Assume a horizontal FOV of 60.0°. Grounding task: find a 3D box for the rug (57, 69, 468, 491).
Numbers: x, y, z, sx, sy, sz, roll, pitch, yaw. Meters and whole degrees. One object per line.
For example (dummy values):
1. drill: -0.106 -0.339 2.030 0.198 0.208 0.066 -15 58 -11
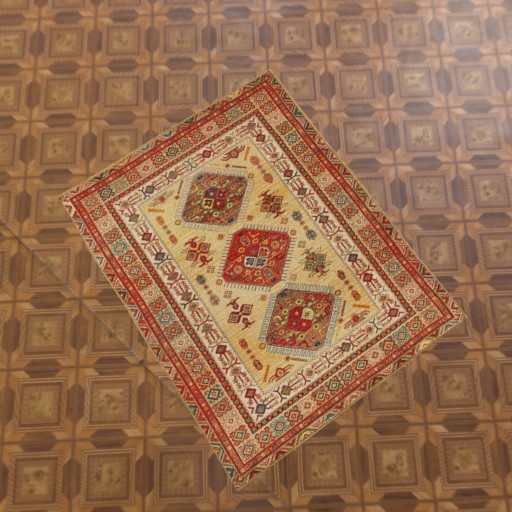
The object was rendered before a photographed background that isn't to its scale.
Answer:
1. rug: 0.000 0.000 4.045 2.460 0.005 3.067 -34 79 -7
